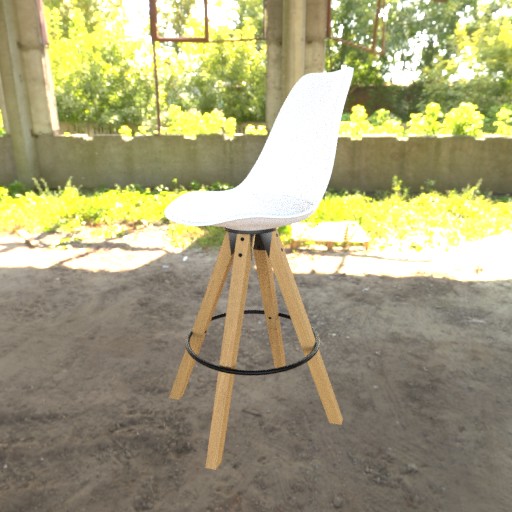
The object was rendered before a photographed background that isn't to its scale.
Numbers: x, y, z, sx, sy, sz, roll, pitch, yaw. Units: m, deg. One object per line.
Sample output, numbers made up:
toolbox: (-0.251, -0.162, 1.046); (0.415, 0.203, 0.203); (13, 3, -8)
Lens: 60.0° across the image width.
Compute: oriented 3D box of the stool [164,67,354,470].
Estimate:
stool: (0.000, 0.000, 1.402); (0.549, 1.115, 0.482); (-8, 18, -25)
